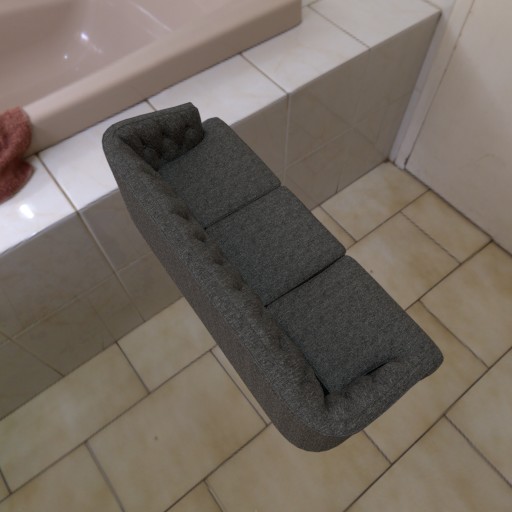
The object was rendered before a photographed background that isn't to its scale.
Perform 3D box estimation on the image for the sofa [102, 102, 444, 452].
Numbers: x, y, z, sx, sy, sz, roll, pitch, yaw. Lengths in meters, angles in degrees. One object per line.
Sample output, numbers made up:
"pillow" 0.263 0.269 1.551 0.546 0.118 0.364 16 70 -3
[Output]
"sofa" 0.000 0.000 2.731 0.941 0.855 2.278 -32 65 -17
